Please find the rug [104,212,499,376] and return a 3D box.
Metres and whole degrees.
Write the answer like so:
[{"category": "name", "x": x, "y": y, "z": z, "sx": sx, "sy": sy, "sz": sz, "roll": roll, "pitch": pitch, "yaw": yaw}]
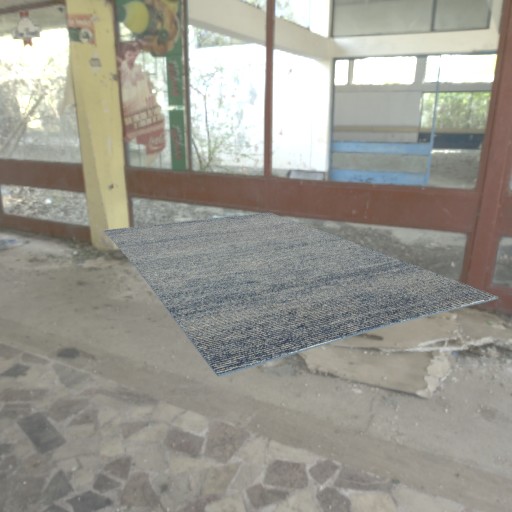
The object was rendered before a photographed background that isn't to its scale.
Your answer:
[{"category": "rug", "x": 0.000, "y": 0.000, "z": 2.156, "sx": 1.145, "sy": 0.021, "sz": 1.777, "roll": -9, "pitch": 19, "yaw": -26}]
